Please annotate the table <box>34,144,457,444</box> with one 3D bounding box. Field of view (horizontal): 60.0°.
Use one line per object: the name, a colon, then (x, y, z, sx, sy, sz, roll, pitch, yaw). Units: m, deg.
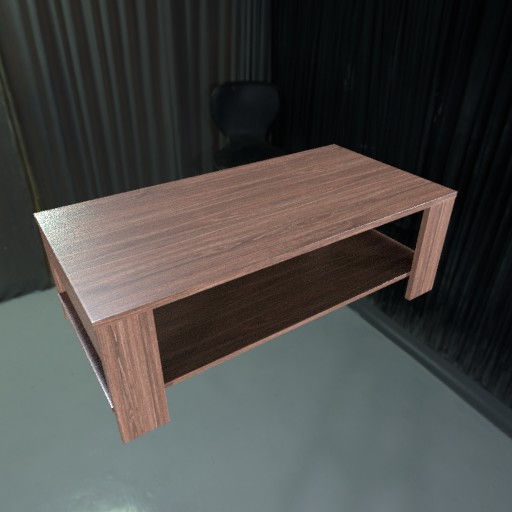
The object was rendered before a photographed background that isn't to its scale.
table: (0.000, 0.000, 1.501, 1.200, 0.400, 0.600, -19, 37, -28)
